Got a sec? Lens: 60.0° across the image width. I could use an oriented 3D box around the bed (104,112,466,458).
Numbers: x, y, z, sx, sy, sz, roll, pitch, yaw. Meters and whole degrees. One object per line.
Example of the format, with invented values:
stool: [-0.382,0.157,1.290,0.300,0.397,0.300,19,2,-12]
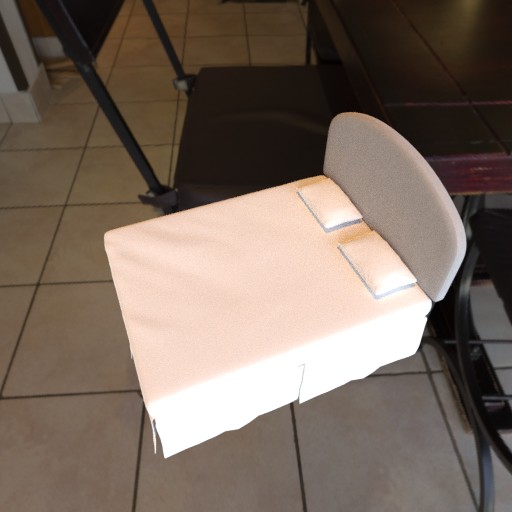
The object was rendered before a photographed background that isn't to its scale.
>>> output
bed: [0.000,0.000,3.042,2.005,1.410,1.607,-17,49,-15]
